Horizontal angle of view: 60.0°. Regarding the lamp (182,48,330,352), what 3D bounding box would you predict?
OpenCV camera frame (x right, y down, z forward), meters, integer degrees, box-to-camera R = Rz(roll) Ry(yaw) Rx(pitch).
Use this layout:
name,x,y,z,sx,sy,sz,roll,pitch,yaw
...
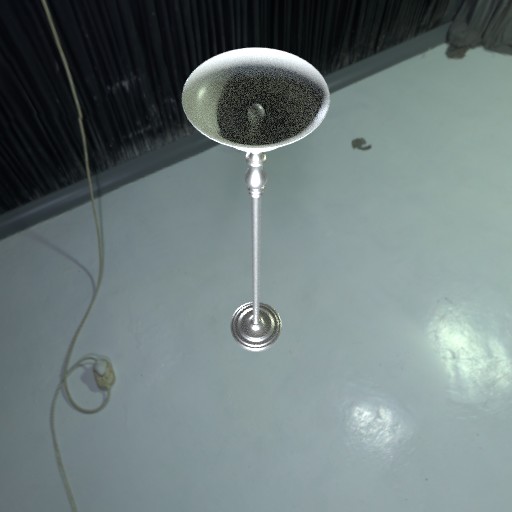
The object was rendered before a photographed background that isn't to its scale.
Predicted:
name,x,y,z,sx,sy,sz,roll,pitch,yaw
lamp,0.000,0.000,1.982,0.405,1.771,0.405,-33,65,-18
